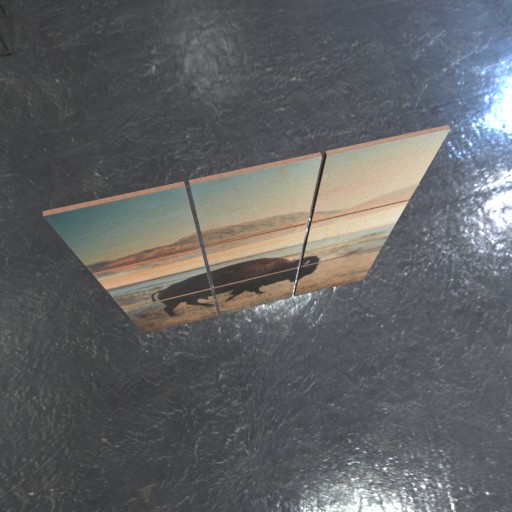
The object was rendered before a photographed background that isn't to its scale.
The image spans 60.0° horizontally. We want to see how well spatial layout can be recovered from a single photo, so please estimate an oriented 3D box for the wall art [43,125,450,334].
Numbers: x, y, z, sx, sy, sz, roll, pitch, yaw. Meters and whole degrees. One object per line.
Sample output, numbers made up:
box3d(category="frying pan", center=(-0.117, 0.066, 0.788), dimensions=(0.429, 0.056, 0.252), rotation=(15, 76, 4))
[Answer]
box3d(category="wall art", center=(0.000, 0.000, 1.368), dimensions=(0.906, 0.904, 0.018), rotation=(-13, 66, -6))
